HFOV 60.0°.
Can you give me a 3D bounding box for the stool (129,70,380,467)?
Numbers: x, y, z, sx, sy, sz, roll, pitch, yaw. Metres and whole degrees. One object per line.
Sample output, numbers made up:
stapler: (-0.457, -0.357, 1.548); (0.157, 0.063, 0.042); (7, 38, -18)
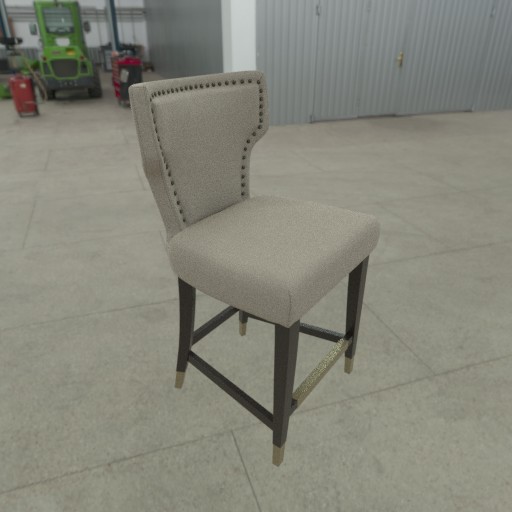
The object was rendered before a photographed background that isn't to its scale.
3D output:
stool: (0.000, 0.000, 1.323); (0.563, 0.982, 0.527); (18, 33, 31)
